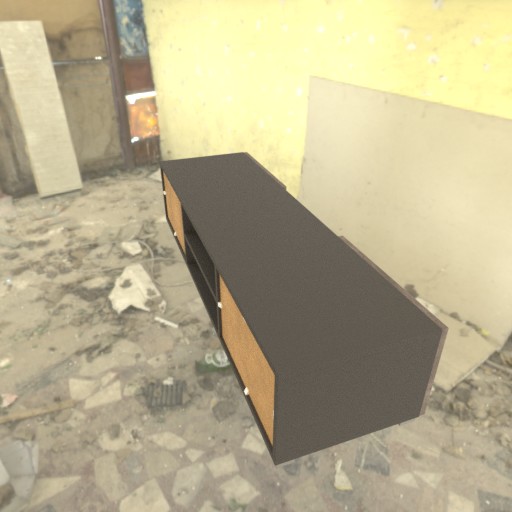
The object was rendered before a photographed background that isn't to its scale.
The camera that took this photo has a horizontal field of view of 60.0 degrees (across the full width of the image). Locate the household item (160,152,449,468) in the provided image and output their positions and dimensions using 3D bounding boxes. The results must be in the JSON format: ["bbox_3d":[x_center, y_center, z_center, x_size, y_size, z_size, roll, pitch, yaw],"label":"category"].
[{"bbox_3d":[0.000,0.000,1.586,0.420,0.310,1.400,-11,32,-17],"label":"household item"}]
